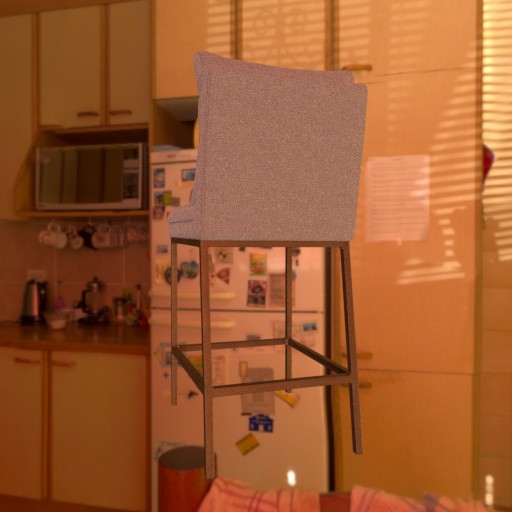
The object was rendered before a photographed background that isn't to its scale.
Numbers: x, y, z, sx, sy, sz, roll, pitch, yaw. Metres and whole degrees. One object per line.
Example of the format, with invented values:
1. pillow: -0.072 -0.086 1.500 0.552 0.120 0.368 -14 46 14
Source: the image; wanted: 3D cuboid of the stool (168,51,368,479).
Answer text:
1. stool: 0.000 0.000 1.343 0.463 1.031 0.569 0 1 -18
